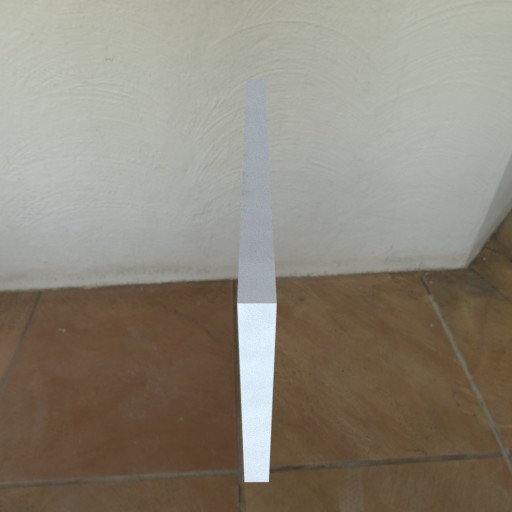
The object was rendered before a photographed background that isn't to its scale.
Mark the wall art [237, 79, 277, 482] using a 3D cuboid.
[{"bbox_3d":[0.000,0.000,0.789,0.038,0.407,0.609,0,41,0],"label":"wall art"}]
